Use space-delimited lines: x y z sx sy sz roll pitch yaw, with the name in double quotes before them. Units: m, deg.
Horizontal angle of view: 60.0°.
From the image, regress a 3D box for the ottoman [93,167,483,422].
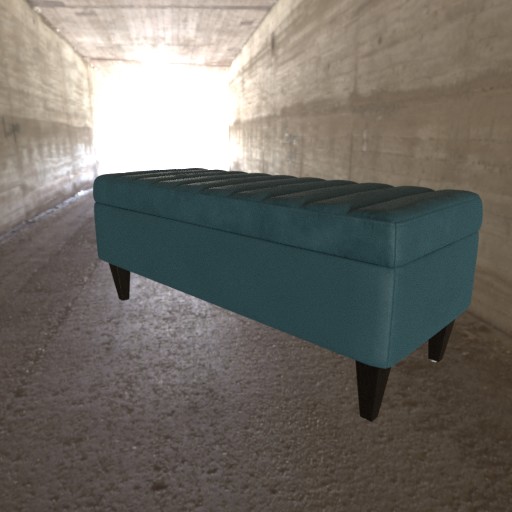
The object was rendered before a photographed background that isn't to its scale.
"ottoman" 0.000 0.000 1.376 1.151 0.469 0.482 15 21 42
